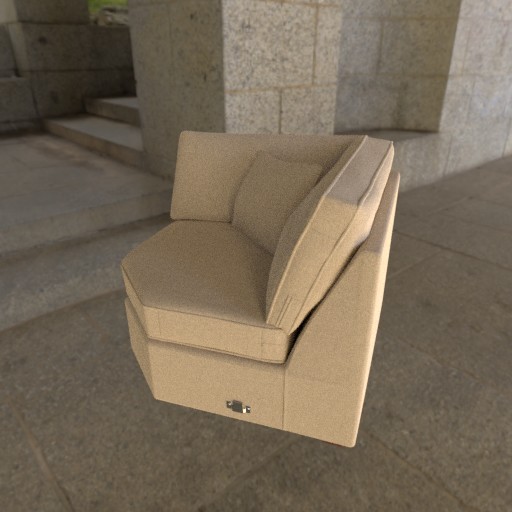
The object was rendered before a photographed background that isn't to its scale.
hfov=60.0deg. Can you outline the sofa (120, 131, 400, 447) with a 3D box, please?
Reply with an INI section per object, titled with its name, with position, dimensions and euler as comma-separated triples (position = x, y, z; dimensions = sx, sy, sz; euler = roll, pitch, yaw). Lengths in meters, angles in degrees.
[sofa]
position = 0.000, 0.000, 1.872
dimensions = 1.050, 0.937, 1.042
euler = 9, 27, 17
